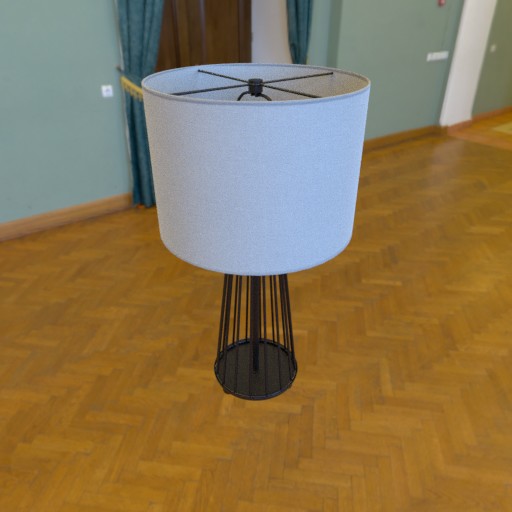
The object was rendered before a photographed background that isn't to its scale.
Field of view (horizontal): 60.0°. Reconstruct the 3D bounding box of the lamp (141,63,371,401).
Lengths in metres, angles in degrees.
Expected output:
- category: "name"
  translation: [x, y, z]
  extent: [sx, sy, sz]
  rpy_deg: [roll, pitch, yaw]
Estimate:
- category: "lamp"
  translation: [0.000, 0.000, 0.787]
  extent: [0.322, 0.593, 0.322]
  rpy_deg: [-22, 37, -32]
